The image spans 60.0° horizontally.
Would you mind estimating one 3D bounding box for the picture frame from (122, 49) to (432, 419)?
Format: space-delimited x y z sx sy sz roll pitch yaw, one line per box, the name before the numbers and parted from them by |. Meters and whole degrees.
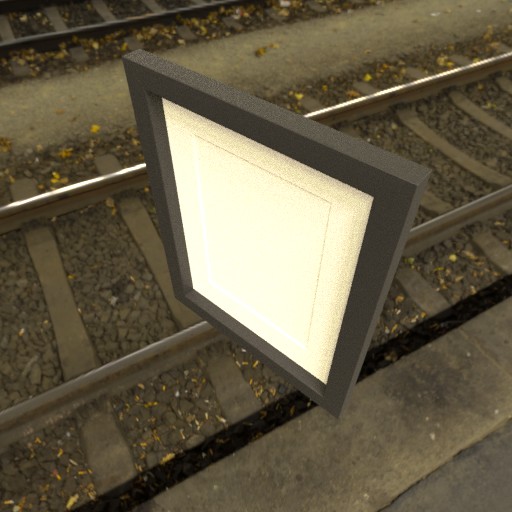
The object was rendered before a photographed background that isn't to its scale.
picture frame | 0.000 0.000 0.509 0.307 0.383 0.036 32 55 26
